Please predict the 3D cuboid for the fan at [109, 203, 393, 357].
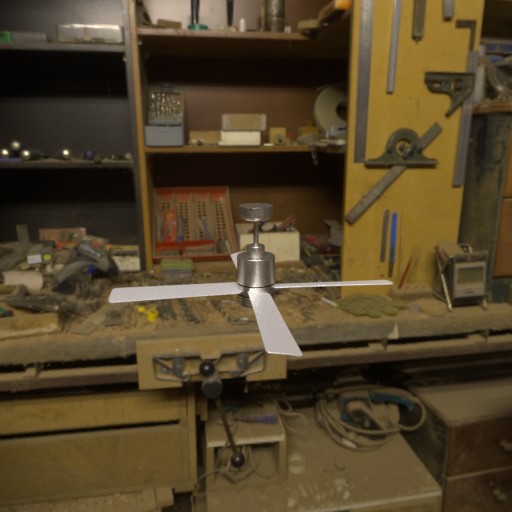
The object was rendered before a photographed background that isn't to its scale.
[{"bbox_3d":[0.000,0.000,2.354,1.525,0.539,1.525,-2,15,-7],"label":"fan"}]
